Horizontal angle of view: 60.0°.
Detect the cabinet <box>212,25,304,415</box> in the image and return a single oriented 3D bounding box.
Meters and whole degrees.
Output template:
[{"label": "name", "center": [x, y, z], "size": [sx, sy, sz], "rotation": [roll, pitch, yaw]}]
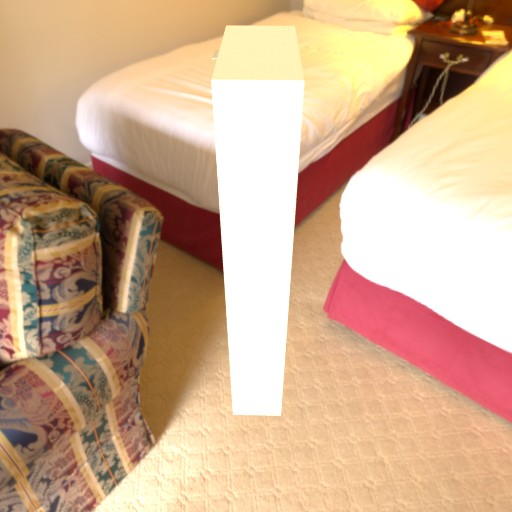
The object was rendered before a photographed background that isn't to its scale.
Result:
[{"label": "cabinet", "center": [0.000, 0.000, 1.850], "size": [0.255, 1.630, 0.520], "rotation": [1, 41, 1]}]
